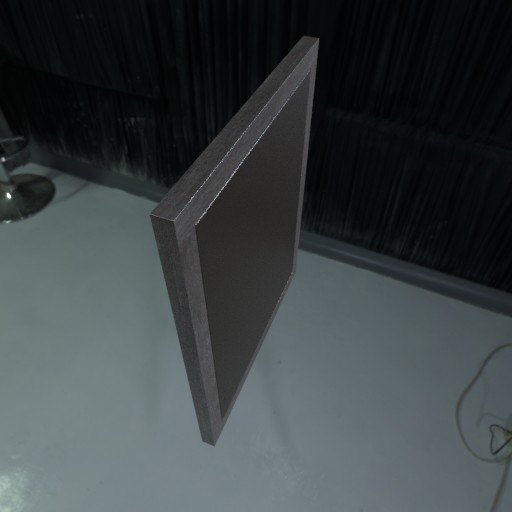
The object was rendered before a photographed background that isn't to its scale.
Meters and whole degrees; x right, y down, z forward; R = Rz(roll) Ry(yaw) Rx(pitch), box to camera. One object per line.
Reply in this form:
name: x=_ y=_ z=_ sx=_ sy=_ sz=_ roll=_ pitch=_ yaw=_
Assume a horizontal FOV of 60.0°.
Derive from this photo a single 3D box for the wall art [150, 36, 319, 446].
wall art: x=0.000 y=0.000 z=0.789 sx=0.027 sy=0.580 sz=0.479 roll=17 pitch=49 yaw=15
